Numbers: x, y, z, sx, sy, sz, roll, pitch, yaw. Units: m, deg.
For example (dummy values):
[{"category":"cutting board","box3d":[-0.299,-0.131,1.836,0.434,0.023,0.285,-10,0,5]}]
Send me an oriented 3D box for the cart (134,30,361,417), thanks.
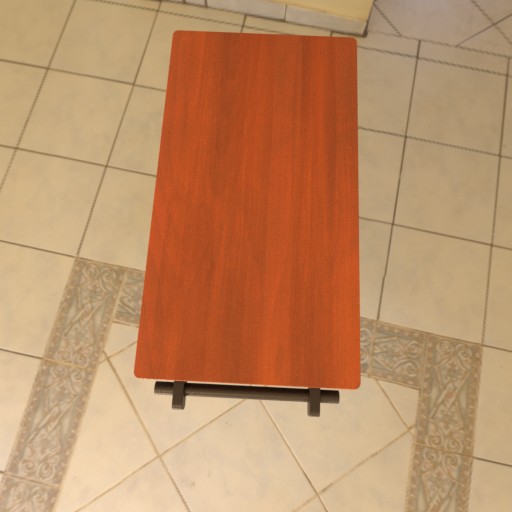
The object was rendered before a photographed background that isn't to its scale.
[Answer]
[{"category":"cart","box3d":[0.000,0.000,1.433,0.457,0.927,0.899,3,75,1]}]
